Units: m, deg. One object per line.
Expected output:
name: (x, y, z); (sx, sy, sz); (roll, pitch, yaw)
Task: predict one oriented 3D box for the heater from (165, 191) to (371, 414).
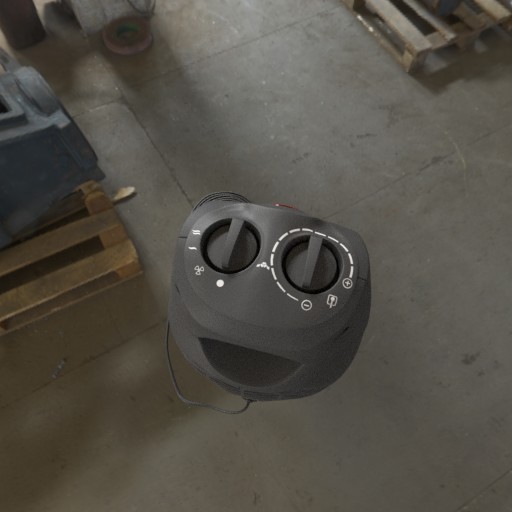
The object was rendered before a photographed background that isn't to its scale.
heater: (0.000, 0.000, 0.458); (0.239, 0.240, 0.291); (13, 64, 6)
